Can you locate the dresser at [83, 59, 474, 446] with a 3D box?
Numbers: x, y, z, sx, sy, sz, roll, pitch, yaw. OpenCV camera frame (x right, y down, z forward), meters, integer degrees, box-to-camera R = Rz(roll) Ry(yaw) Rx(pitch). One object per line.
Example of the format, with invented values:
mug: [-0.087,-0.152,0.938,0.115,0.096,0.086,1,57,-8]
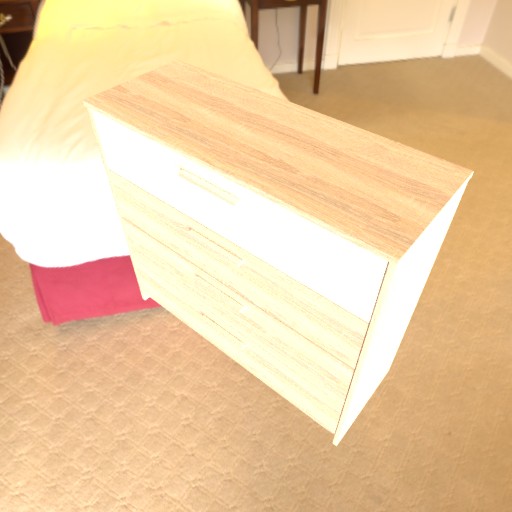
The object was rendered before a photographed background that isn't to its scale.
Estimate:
dresser: [0.000,0.000,1.452,0.980,0.900,0.380,31,53,26]
